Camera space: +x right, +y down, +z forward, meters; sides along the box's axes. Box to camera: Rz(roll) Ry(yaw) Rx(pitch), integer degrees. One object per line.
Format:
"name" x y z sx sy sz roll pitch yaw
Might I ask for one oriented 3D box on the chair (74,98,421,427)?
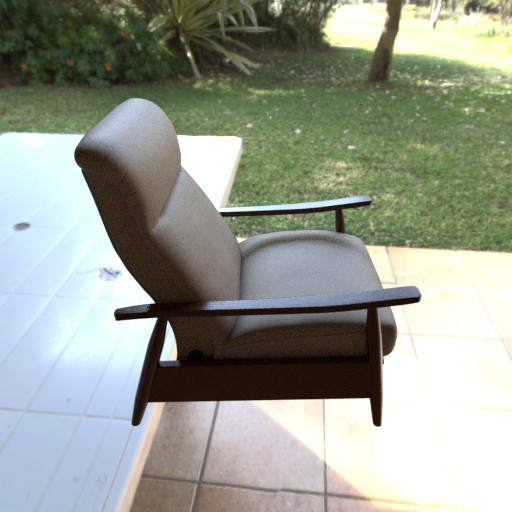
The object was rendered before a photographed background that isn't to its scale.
"chair" 0.000 0.000 1.728 1.030 1.082 0.762 0 32 0
